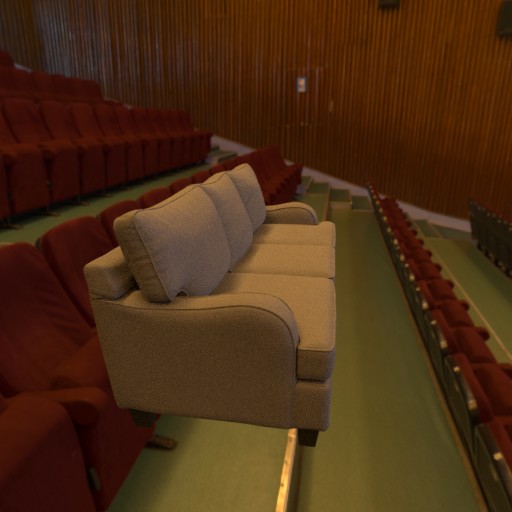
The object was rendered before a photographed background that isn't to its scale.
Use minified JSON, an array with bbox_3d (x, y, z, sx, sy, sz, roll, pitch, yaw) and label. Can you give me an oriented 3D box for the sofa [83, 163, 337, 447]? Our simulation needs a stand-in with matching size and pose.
[{"bbox_3d":[0.000,0.000,2.831,1.016,0.991,2.323,3,17,9],"label":"sofa"}]
